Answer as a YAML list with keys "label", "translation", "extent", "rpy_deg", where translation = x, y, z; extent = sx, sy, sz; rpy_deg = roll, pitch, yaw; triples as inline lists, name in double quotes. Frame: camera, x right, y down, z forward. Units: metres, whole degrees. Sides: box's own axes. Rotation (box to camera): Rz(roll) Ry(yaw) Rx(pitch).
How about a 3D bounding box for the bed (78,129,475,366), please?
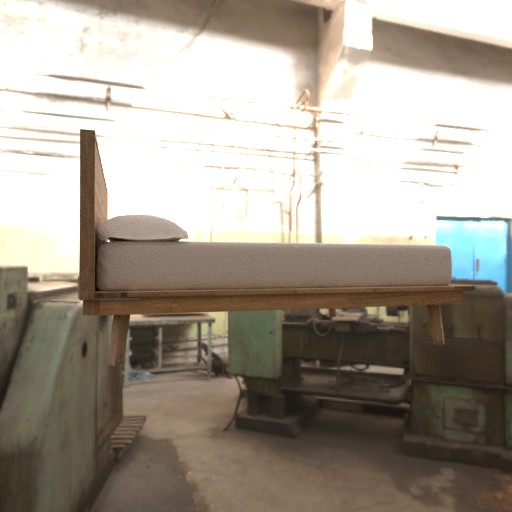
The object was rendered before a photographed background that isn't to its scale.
- label: "bed"
  translation: [0.000, 0.000, 3.072]
  extent: [2.145, 1.071, 1.759]
  rpy_deg: [0, -1, -17]
